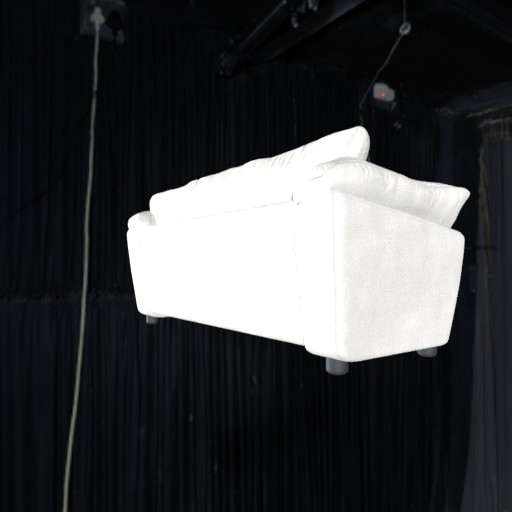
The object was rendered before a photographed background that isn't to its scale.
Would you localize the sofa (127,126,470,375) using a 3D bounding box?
[{"bbox_3d":[0.000,0.000,2.756,0.878,0.996,2.334,1,-2,-35],"label":"sofa"}]
